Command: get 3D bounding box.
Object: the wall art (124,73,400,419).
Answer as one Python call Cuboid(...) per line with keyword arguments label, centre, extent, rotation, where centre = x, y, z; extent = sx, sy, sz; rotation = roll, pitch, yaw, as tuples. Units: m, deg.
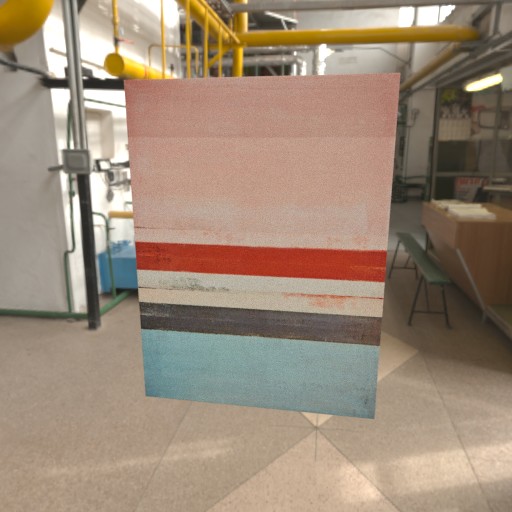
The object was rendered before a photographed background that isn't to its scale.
Cuboid(label="wall art", centre=(0.000, 0.000, 1.348), extent=(0.761, 1.016, 0.039), rotation=(2, 15, 10))
